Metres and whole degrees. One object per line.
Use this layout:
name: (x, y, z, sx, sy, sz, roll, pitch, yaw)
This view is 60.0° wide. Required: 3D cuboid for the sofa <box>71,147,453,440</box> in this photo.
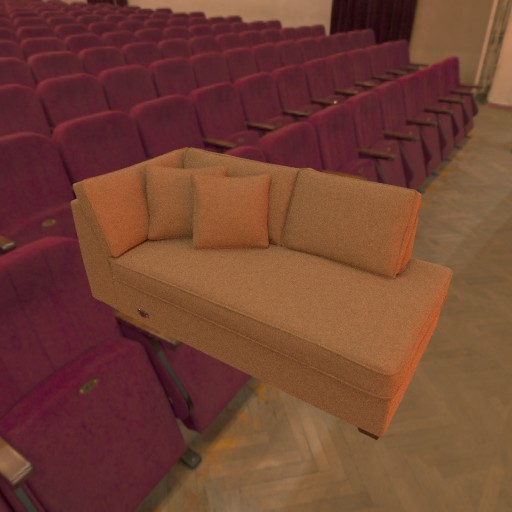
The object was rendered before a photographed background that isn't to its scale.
sofa: (0.000, 0.000, 2.872, 2.237, 1.033, 1.110, 18, 35, 28)
